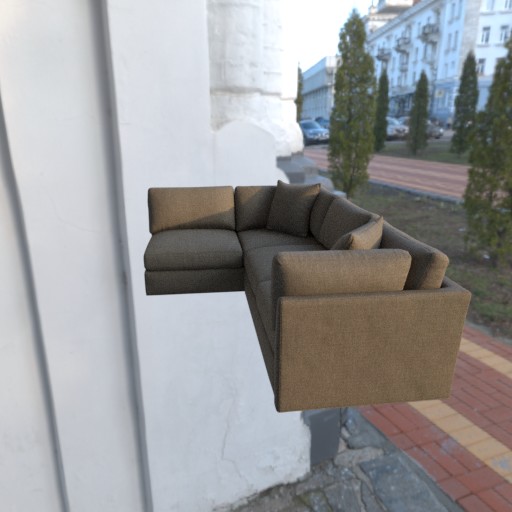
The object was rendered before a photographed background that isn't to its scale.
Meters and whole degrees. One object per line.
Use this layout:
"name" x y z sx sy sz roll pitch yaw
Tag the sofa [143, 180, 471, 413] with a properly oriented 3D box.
"sofa" 0.000 0.000 3.704 1.994 0.978 2.896 -2 17 -7
